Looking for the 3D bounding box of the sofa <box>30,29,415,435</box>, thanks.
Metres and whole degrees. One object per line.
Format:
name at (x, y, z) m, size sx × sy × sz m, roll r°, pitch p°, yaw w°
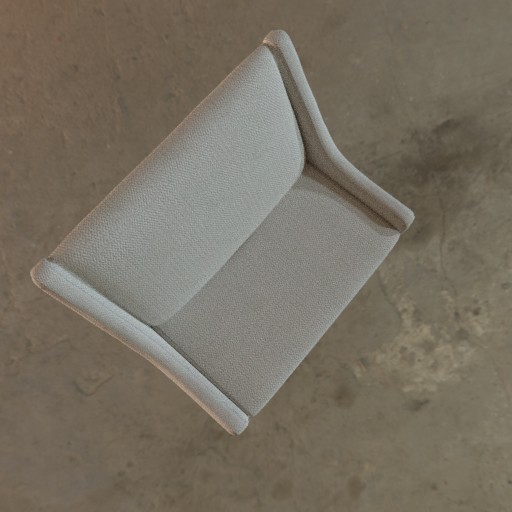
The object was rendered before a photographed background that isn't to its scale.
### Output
sofa at (0.000, 0.000, 1.902) m, size 0.870 × 1.022 × 1.242 m, roll 40°, pitch 79°, yaw 9°
